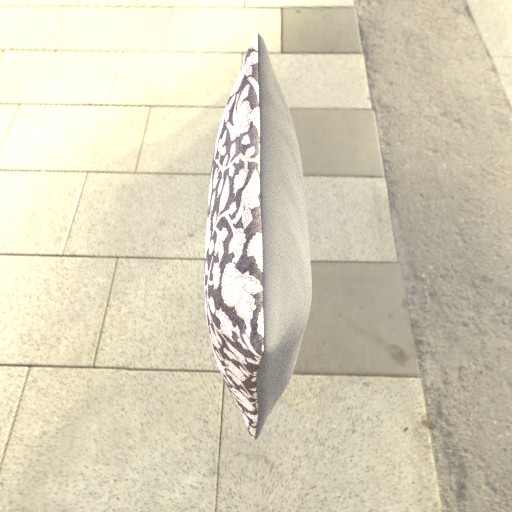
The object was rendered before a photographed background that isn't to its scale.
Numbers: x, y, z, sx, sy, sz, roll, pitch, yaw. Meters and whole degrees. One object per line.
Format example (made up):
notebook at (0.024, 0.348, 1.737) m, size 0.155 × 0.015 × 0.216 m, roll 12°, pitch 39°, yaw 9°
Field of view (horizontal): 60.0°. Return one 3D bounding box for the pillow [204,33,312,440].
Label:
pillow at (0.000, 0.000, 0.778) m, size 0.166 × 0.507 × 0.526 m, roll 0°, pitch 59°, yaw 0°
